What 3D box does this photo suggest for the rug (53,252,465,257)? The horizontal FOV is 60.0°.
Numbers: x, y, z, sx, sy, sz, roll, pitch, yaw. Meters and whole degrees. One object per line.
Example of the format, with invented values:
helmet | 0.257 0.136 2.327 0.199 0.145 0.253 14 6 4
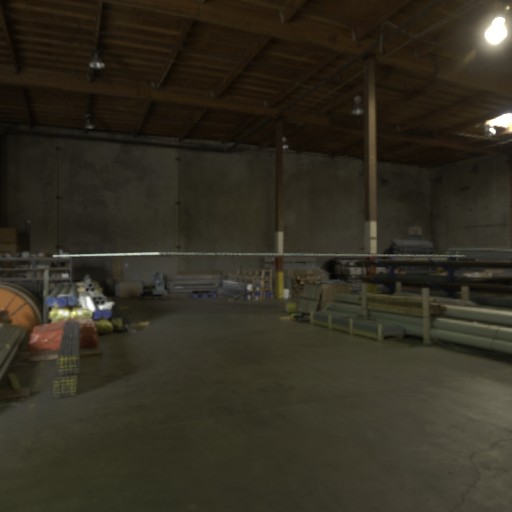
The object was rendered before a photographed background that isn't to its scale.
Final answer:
rug | 0.000 0.000 4.186 3.056 0.013 2.441 0 0 -36
